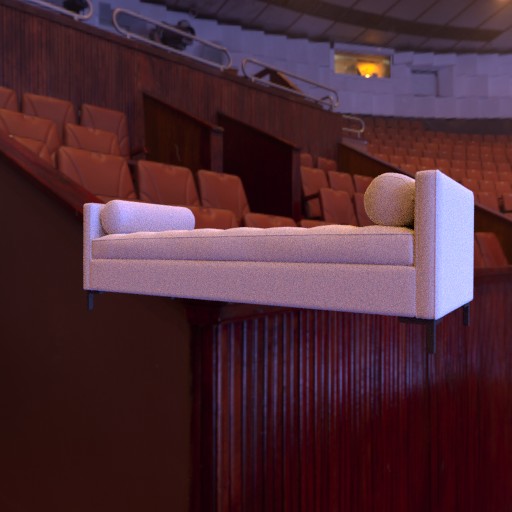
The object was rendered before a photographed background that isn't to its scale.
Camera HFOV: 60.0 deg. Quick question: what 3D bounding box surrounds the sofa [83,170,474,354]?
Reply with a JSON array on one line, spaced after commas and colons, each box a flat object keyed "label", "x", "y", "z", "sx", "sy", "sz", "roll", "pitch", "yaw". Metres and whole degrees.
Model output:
[{"label": "sofa", "x": 0.000, "y": 0.000, "z": 2.335, "sx": 1.985, "sy": 0.641, "sz": 0.746, "roll": 1, "pitch": 1, "yaw": 35}]
